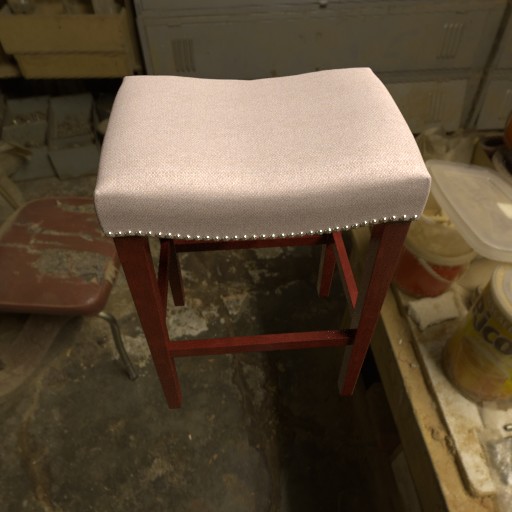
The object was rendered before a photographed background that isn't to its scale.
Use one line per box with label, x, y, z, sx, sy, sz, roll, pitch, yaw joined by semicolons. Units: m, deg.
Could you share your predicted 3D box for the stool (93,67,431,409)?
stool;0.000;0.000;1.008;0.504;0.742;0.372;-3;48;-3
